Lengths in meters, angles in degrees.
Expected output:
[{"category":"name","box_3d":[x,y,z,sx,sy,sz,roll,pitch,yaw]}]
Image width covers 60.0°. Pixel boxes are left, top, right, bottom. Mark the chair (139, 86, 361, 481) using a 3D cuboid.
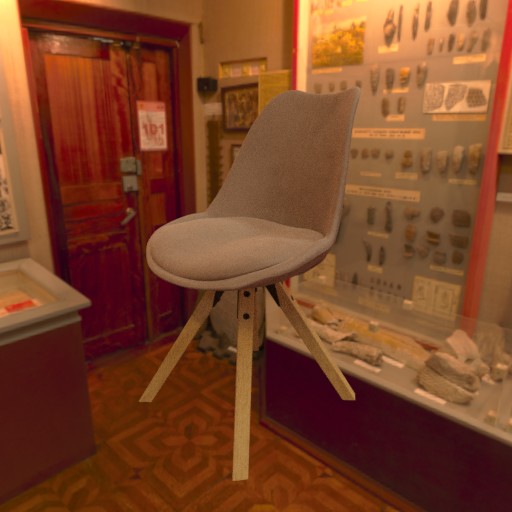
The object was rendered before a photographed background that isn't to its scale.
[{"category":"chair","box_3d":[0.000,0.000,1.168,0.550,0.850,0.485,-16,23,-42]}]
